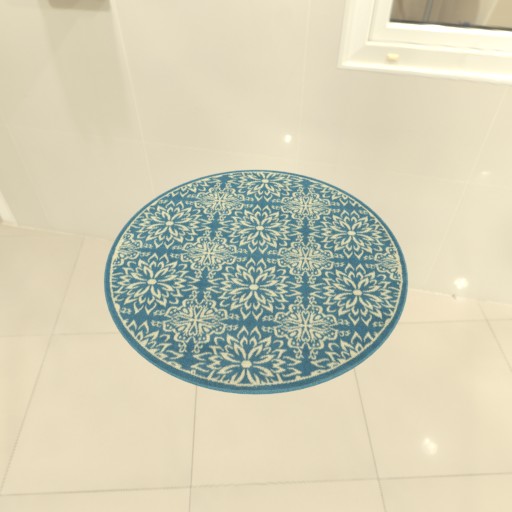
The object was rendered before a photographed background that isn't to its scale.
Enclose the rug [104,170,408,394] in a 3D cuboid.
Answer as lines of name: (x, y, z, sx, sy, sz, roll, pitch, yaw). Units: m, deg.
rug: (0.000, 0.000, 2.387, 1.593, 0.012, 1.593, 0, 46, 0)
